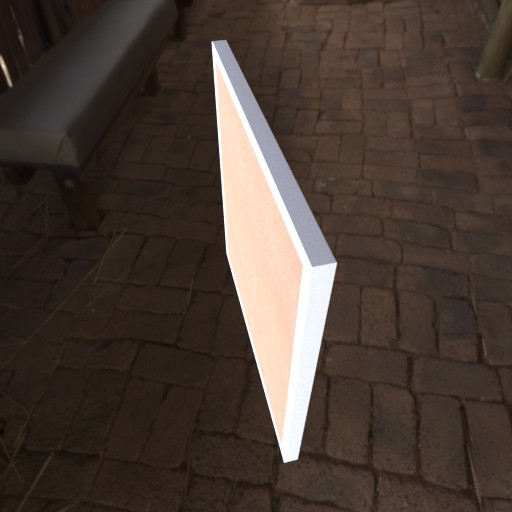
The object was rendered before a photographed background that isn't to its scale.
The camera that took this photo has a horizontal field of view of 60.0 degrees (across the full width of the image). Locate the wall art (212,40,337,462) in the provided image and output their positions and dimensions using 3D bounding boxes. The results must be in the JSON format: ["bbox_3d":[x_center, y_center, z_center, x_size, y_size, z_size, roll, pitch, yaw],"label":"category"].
[{"bbox_3d":[0.000,0.000,1.116,0.036,0.760,0.760,-10,48,-9],"label":"wall art"}]
